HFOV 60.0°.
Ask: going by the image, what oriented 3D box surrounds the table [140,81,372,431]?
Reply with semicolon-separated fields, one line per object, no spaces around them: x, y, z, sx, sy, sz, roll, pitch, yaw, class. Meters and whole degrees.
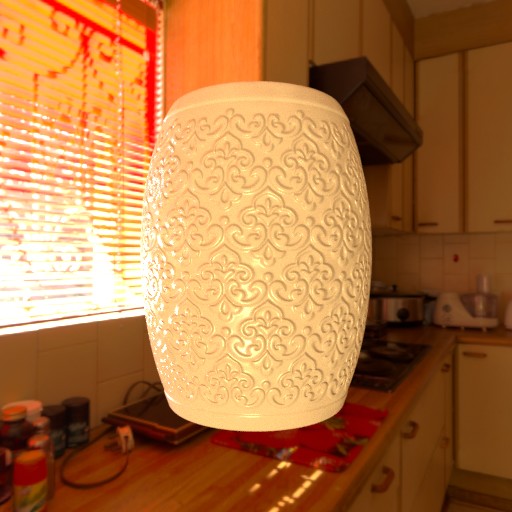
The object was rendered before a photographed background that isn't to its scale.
0.000;0.000;0.611;0.309;0.397;0.309;0;0;0;table
